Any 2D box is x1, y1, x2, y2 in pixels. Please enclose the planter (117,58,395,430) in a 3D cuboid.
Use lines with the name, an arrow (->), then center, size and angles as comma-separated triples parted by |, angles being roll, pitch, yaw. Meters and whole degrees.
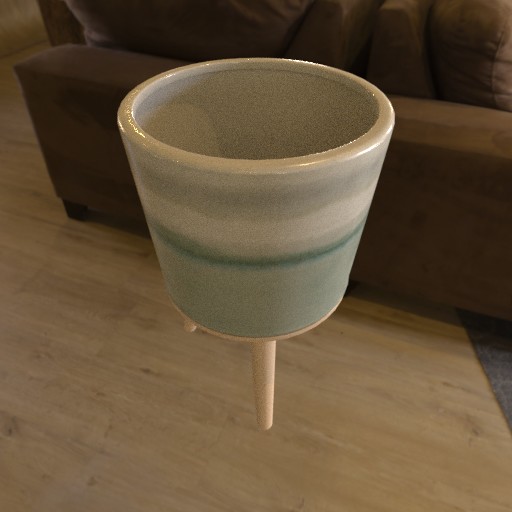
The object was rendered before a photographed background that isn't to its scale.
planter -> 0.000, 0.000, 0.564 | 0.265, 0.404, 0.265 | 27, 48, 27
